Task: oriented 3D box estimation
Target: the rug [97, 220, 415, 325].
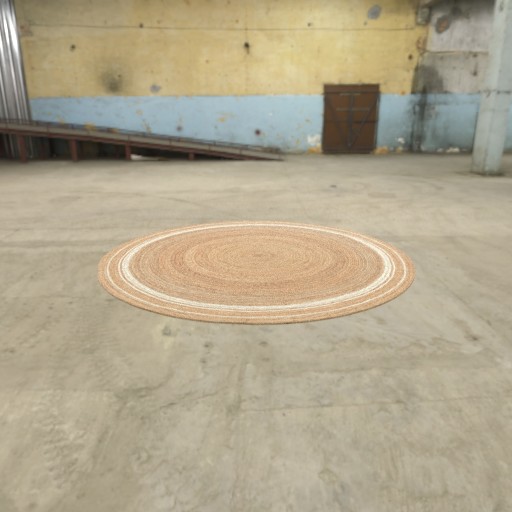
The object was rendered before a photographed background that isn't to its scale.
[{"bbox_3d":[0.000,0.000,3.593,2.444,0.015,2.444,0,18,0],"label":"rug"}]
